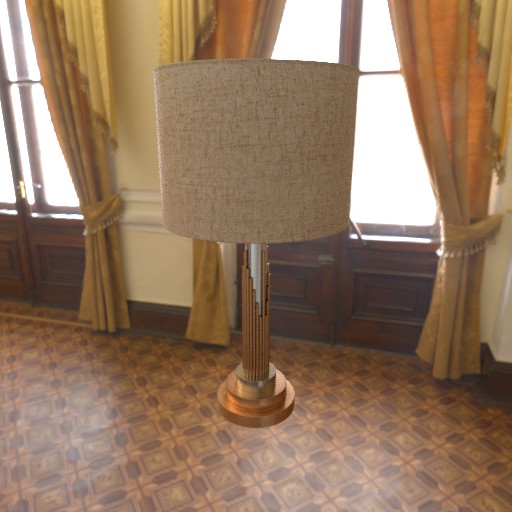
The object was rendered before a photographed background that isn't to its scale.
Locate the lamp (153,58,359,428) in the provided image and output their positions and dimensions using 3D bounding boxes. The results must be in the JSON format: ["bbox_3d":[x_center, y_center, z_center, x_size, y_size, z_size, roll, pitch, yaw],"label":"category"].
[{"bbox_3d":[0.000,0.000,0.793,0.321,0.610,0.321,9,19,27],"label":"lamp"}]
